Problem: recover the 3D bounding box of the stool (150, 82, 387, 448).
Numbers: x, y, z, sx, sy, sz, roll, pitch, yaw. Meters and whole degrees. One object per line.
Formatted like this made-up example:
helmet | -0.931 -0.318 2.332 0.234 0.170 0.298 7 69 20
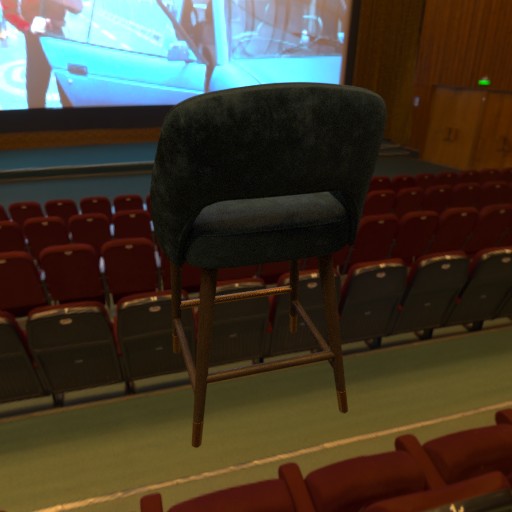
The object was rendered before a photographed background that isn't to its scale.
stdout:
stool | 0.000 0.000 1.219 0.536 0.925 0.524 -7 26 -15
